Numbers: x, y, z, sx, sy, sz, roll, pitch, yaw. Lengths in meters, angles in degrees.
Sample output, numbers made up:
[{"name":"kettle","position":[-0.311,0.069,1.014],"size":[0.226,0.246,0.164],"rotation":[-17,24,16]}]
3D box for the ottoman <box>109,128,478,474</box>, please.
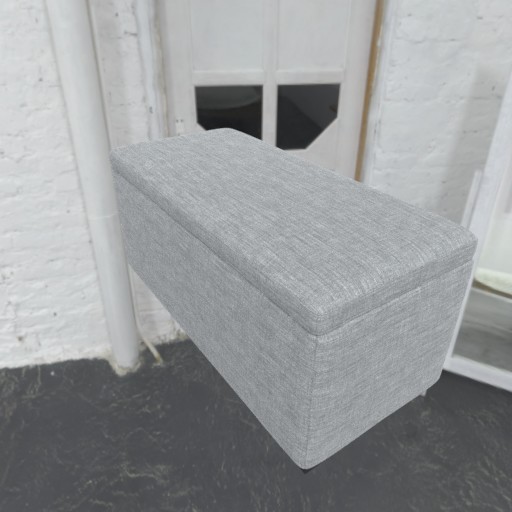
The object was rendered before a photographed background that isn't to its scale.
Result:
[{"name":"ottoman","position":[0.000,0.000,1.114],"size":[0.419,0.432,0.902],"rotation":[-20,36,-29]}]
